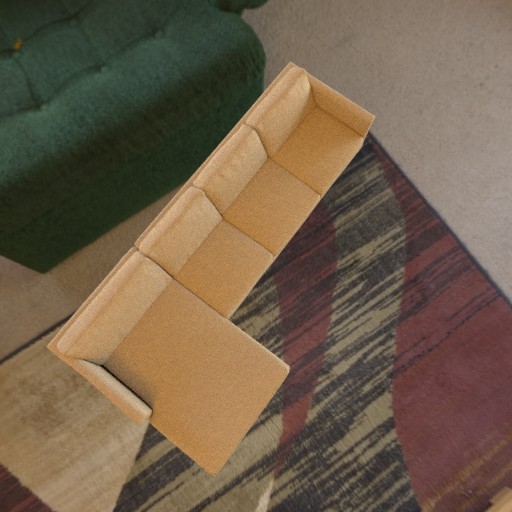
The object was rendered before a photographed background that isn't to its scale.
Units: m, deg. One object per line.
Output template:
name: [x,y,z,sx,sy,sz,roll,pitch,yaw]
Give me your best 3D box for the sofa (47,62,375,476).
sofa: [0.000,0.000,3.804,1.625,0.846,3.186,36,78,9]
